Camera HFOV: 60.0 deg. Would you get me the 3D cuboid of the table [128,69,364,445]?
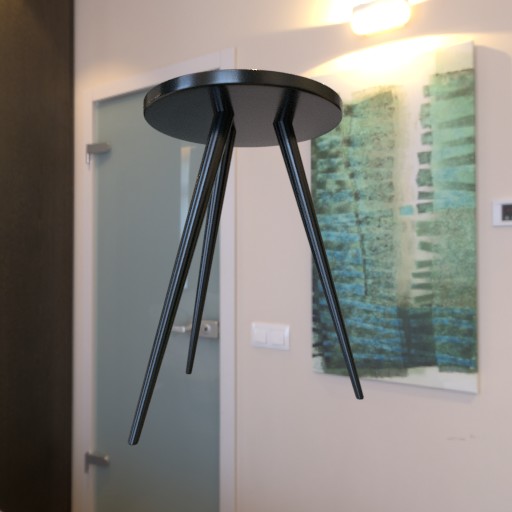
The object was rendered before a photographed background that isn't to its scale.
[{"bbox_3d":[0.000,0.000,0.837,0.415,0.548,0.403,0,-1,0],"label":"table"}]
